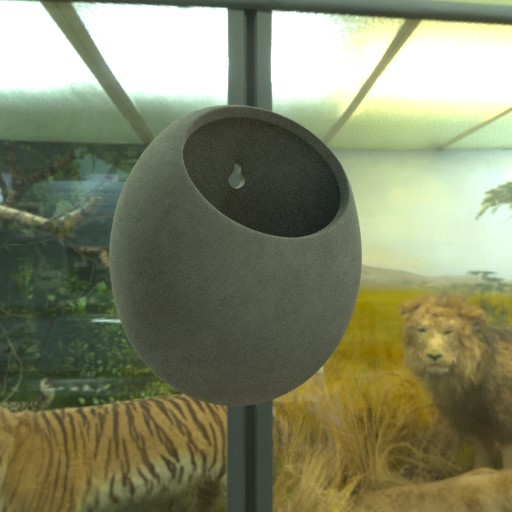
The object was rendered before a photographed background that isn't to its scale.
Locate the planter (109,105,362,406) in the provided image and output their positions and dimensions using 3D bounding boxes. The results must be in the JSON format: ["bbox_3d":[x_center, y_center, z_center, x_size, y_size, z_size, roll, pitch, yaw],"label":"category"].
[{"bbox_3d":[0.000,0.000,0.283,0.185,0.188,0.071,0,0,-35],"label":"planter"}]
